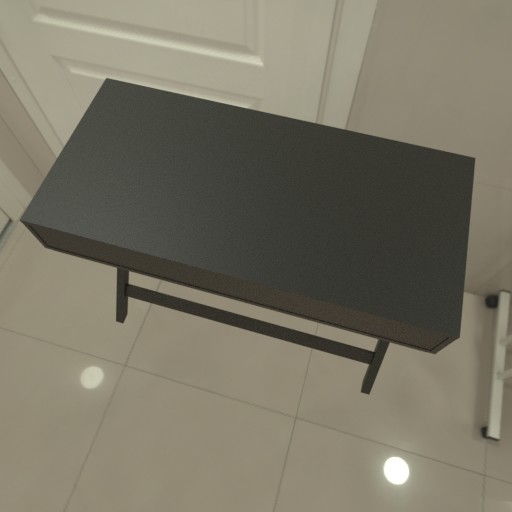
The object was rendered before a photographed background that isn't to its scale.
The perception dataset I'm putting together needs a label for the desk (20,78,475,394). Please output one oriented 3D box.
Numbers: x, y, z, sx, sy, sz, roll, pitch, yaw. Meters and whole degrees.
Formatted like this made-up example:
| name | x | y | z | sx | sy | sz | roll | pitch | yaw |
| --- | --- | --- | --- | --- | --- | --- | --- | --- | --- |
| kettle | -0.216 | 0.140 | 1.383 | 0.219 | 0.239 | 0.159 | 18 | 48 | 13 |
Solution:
| name | x | y | z | sx | sy | sz | roll | pitch | yaw |
| --- | --- | --- | --- | --- | --- | --- | --- | --- | --- |
| desk | 0.000 | 0.000 | 1.474 | 1.057 | 0.780 | 0.504 | 15 | 65 | 7 |
